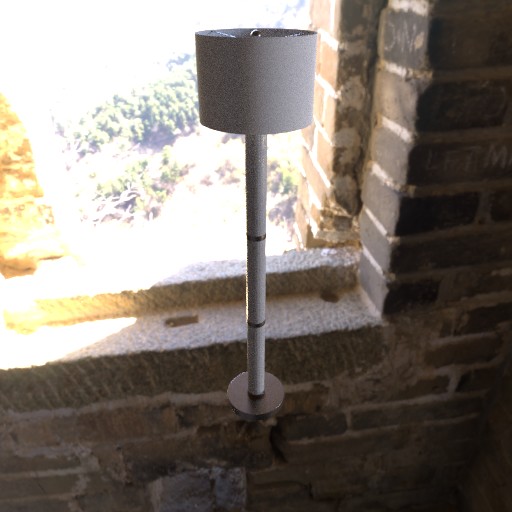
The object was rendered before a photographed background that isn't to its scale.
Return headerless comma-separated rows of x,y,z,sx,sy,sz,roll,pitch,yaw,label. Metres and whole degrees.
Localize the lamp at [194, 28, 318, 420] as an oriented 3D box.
0.000,0.000,1.757,0.377,1.599,0.377,22,37,32,lamp
